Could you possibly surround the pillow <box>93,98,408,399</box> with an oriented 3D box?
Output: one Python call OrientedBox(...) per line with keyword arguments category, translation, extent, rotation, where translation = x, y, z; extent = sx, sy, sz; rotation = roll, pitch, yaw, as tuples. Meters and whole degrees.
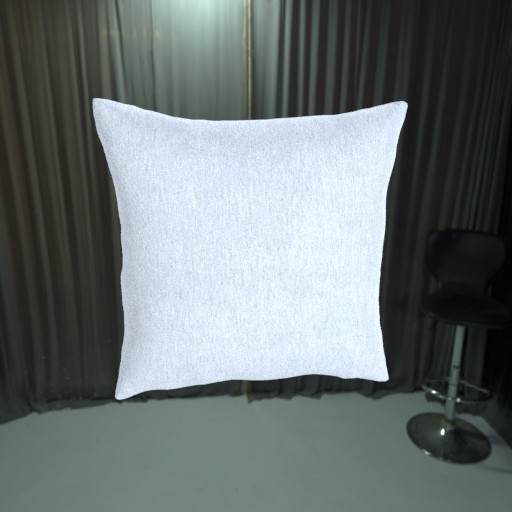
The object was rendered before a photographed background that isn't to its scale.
OrientedBox(category="pillow", translation=(0.000, 0.000, 0.652), extent=(0.433, 0.436, 0.173), rotation=(-2, 15, -6))
